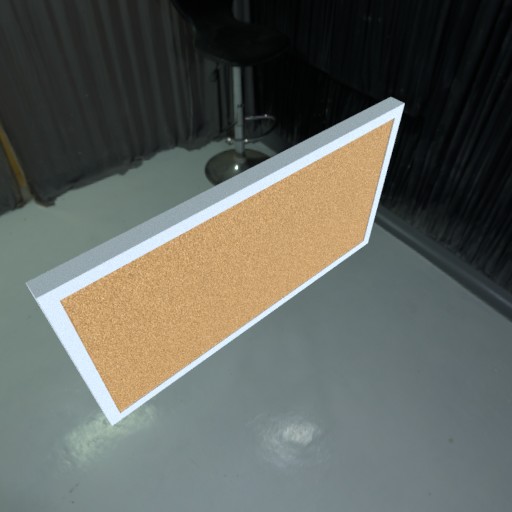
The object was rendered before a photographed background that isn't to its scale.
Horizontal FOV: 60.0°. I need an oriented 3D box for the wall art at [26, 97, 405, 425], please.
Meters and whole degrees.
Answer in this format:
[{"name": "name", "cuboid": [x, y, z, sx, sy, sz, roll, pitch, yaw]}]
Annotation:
[{"name": "wall art", "cuboid": [0.000, 0.000, 0.944, 0.812, 0.431, 0.038, -32, 55, -26]}]
